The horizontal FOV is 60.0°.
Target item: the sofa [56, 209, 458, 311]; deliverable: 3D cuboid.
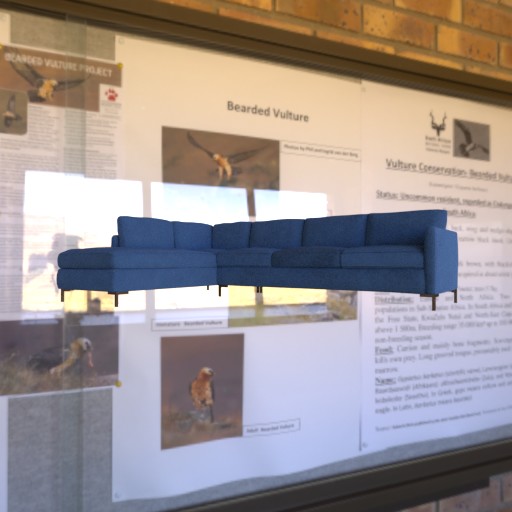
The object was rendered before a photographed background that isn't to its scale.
[{"bbox_3d":[0.000,0.000,3.875,2.949,0.815,2.007,0,-1,35],"label":"sofa"}]
